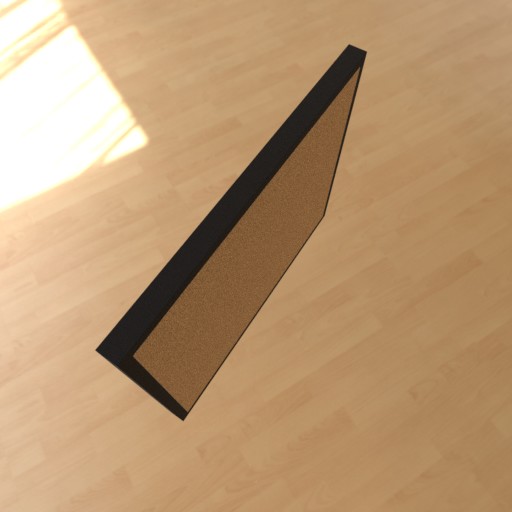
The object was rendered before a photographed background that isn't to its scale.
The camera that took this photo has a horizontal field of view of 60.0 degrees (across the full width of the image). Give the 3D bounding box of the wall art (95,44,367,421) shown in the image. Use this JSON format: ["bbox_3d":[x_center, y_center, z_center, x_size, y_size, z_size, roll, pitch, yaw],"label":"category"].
[{"bbox_3d":[0.000,0.000,0.756,0.030,0.454,0.554,30,67,14],"label":"wall art"}]
